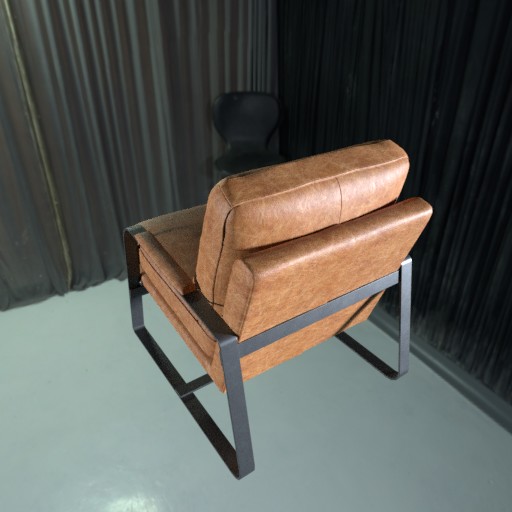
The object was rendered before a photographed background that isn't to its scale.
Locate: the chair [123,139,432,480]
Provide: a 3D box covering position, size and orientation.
[{"bbox_3d":[0.000,0.000,1.385,0.651,0.777,0.801,-19,36,-29],"label":"chair"}]
